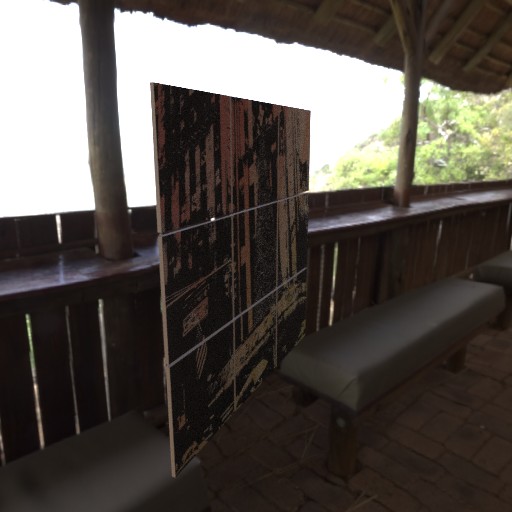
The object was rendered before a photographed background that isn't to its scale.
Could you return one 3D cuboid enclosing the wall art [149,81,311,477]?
[{"bbox_3d":[0.000,0.000,2.289,0.017,1.521,1.527,7,16,25],"label":"wall art"}]
